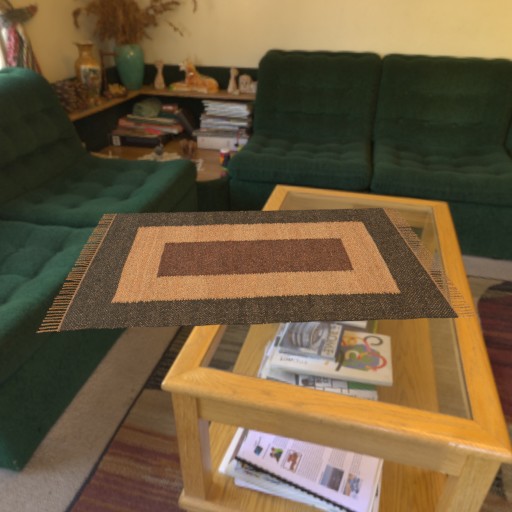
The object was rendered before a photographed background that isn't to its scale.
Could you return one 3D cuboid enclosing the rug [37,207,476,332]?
[{"bbox_3d":[0.000,0.000,1.919,1.541,0.013,0.920,-1,31,-2],"label":"rug"}]
